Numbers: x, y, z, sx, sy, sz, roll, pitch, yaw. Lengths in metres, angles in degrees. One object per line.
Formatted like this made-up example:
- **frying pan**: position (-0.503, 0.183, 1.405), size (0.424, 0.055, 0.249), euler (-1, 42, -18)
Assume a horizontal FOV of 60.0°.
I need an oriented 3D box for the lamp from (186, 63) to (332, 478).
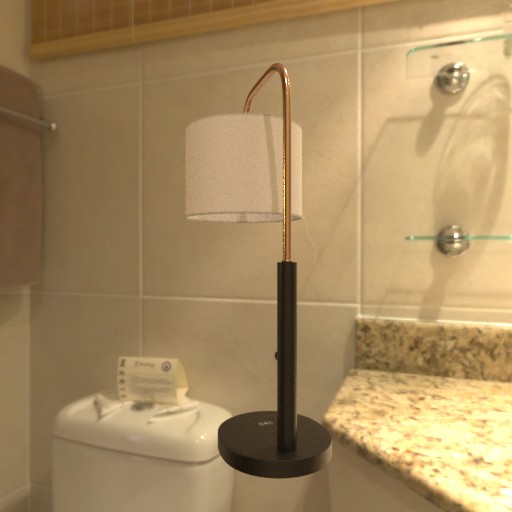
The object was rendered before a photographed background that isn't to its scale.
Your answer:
- **lamp**: position (0.000, 0.000, 0.702), size (0.199, 0.540, 0.337), euler (0, 0, -18)
